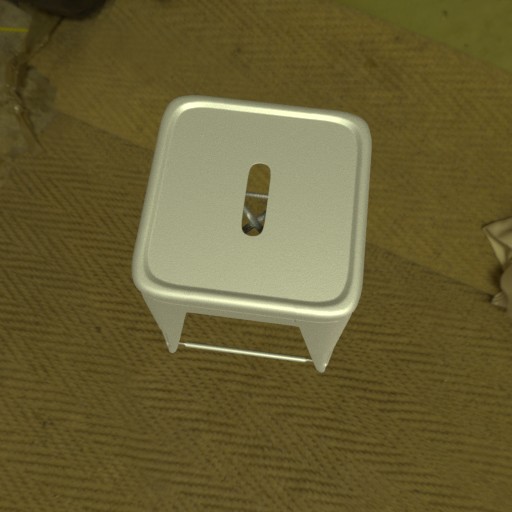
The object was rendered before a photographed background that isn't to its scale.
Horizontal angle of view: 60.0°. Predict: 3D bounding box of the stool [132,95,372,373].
[{"bbox_3d":[0.000,0.000,0.896,0.406,0.610,0.406,7,75,2],"label":"stool"}]
